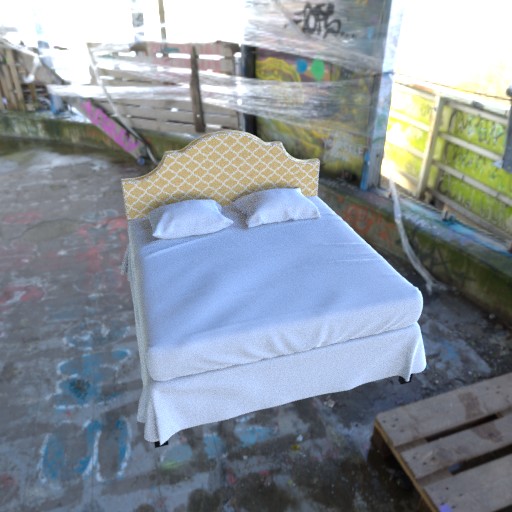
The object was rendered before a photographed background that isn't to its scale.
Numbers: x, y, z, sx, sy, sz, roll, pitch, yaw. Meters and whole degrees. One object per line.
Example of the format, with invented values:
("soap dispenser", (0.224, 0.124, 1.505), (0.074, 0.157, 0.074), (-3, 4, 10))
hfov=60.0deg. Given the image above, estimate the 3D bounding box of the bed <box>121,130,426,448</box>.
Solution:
("bed", (0.000, 0.000, 3.738), (2.314, 1.601, 2.222), (-9, 32, -15))
